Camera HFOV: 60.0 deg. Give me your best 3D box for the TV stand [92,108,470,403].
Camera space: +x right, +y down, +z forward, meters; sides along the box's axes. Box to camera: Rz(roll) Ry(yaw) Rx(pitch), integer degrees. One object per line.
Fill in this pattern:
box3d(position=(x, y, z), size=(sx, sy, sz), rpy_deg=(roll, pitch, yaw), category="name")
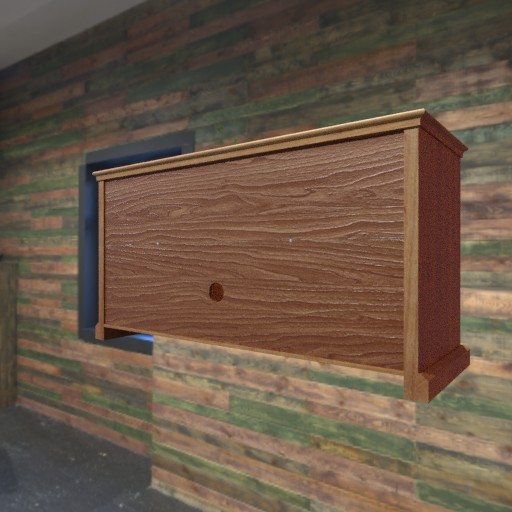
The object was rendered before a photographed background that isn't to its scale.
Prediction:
box3d(position=(0.000, 0.000, 1.425), size=(1.181, 0.607, 0.417), rpy_deg=(0, 0, 37), category="TV stand")
